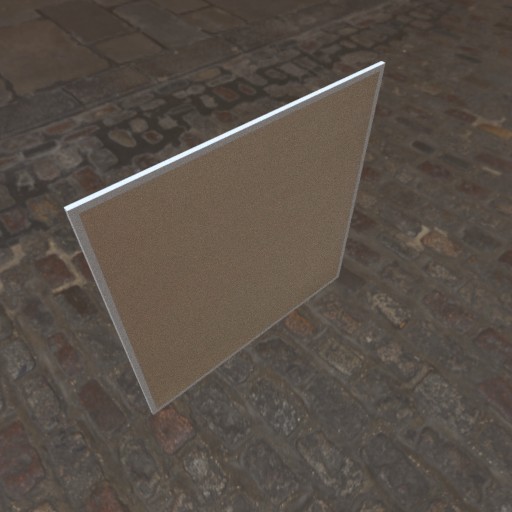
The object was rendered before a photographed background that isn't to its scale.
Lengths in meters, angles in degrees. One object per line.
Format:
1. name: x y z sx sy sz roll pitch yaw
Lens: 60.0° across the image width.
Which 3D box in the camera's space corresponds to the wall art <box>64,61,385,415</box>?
1. wall art: 0.000 0.000 0.671 0.456 0.456 0.007 -33 56 -26
